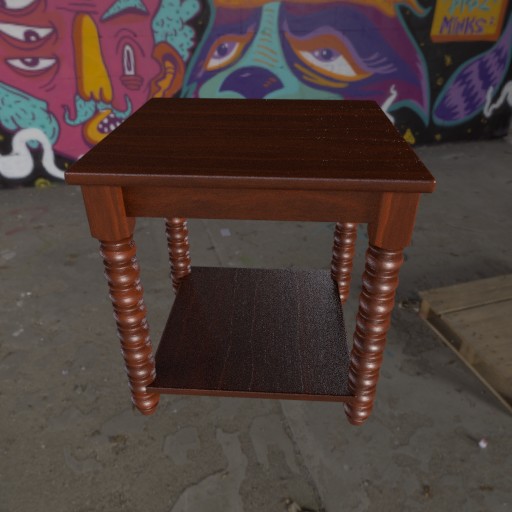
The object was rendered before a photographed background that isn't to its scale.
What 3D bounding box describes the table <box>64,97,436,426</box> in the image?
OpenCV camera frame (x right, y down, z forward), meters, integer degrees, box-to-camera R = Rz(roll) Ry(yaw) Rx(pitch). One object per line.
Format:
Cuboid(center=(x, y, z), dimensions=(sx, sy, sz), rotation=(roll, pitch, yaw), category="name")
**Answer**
Cuboid(center=(0.000, 0.000, 0.983), dimensions=(0.533, 0.567, 0.500), rotation=(2, 32, 3), category="table")
